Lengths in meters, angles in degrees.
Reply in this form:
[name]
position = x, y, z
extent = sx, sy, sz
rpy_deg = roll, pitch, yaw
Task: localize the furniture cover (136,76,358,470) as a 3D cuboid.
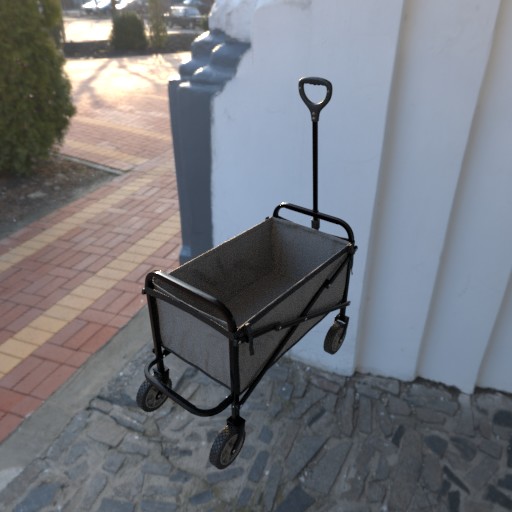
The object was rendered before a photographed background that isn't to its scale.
[furniture cover]
position = 0.000, 0.000, 1.817
extent = 0.532, 1.295, 1.038
rpy_deg = 22, 36, 33
